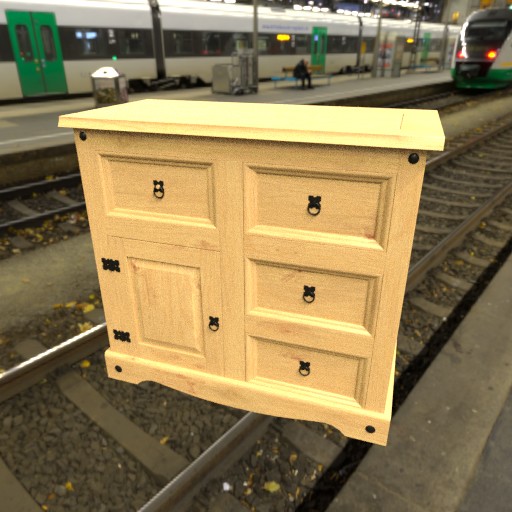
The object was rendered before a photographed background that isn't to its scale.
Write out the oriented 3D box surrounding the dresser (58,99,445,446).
[{"bbox_3d":[0.000,0.000,1.352,0.915,0.835,0.440,8,26,17],"label":"dresser"}]
